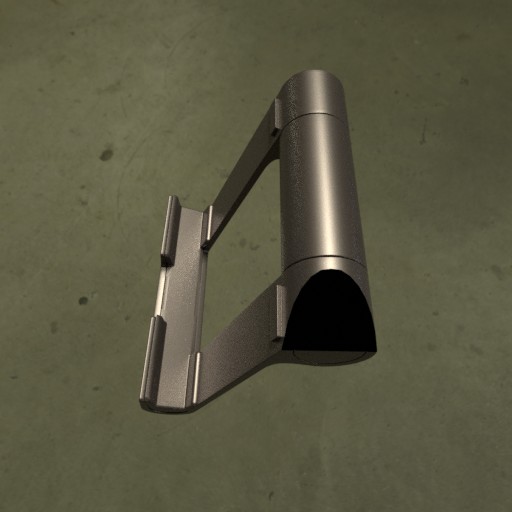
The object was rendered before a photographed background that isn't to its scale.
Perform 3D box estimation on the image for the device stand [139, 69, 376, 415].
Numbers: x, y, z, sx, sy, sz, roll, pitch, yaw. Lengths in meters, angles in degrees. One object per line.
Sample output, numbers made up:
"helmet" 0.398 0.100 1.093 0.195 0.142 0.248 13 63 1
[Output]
"device stand" 0.000 0.000 0.150 0.079 0.084 0.088 1 59 0
